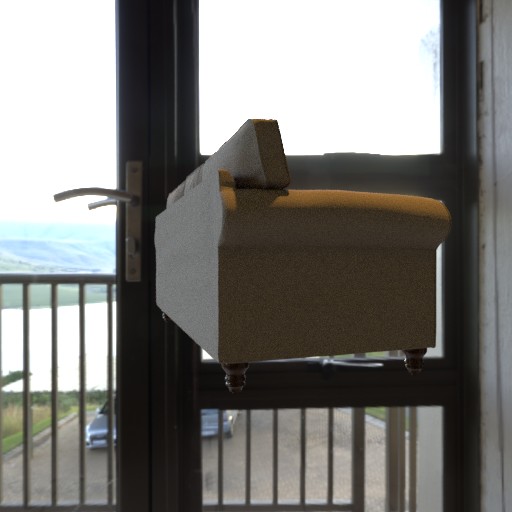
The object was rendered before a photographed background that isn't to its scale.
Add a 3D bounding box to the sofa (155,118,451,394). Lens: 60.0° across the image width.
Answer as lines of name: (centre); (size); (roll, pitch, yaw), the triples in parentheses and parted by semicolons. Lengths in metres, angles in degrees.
sofa: (0.000, 0.000, 2.513); (0.916, 0.961, 2.084); (0, 0, -19)
